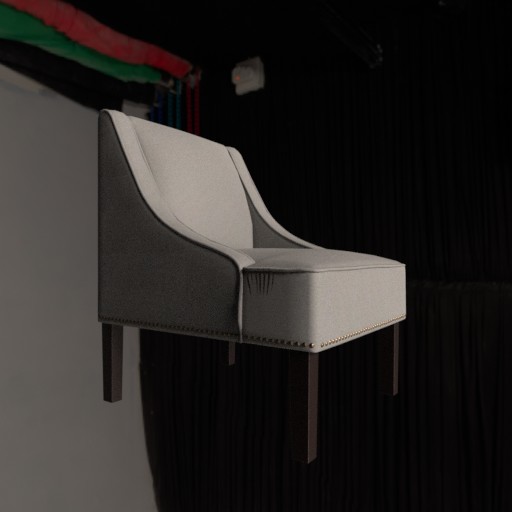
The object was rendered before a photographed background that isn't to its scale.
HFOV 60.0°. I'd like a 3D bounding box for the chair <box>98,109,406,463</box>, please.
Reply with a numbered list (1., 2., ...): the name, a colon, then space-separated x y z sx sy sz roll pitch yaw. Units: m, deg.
1. chair: 0.000 0.000 1.358 0.747 0.867 0.631 0 0 35
